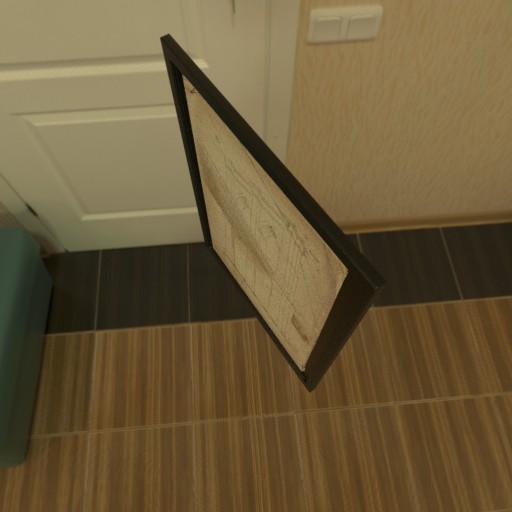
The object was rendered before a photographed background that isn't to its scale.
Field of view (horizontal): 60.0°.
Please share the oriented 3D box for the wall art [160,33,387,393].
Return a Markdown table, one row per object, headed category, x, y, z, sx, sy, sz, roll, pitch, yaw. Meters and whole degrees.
| category | x | y | z | sx | sy | sz | roll | pitch | yaw |
| --- | --- | --- | --- | --- | --- | --- | --- | --- | --- |
| wall art | 0.000 | 0.000 | 0.857 | 0.016 | 0.657 | 0.480 | -31 | 68 | -14 |
